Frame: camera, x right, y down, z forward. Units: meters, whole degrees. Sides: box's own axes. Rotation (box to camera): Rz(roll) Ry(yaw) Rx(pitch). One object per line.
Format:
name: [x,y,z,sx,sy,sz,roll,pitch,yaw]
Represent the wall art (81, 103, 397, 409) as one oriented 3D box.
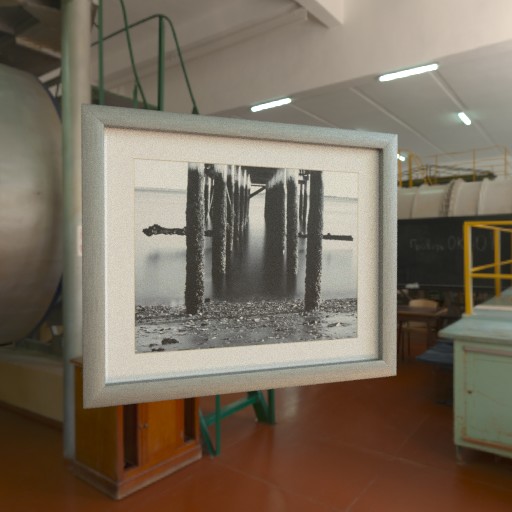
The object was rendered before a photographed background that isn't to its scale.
wall art: [0.000,0.000,0.761,0.556,0.457,0.028,0,1,-19]
